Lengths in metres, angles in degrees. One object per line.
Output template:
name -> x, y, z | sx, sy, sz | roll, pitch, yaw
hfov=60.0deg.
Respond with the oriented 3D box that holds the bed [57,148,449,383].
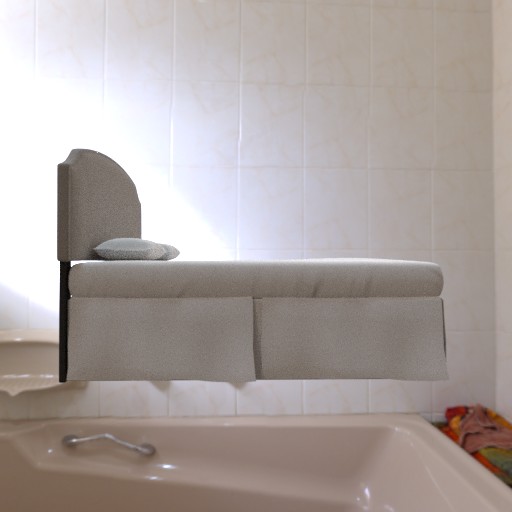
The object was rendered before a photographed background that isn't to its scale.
bed -> 0.000, 0.000, 2.950 | 1.999, 1.270, 1.558 | 0, -1, -1
